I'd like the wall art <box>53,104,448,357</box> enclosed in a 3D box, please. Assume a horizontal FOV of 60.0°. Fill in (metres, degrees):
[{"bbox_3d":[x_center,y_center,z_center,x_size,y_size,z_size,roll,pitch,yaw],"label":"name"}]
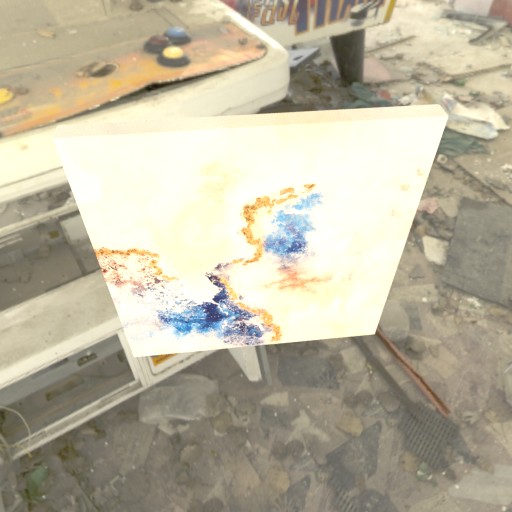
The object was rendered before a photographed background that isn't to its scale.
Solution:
[{"bbox_3d":[0.000,0.000,1.584,1.061,1.061,0.071,-5,46,-4],"label":"wall art"}]
